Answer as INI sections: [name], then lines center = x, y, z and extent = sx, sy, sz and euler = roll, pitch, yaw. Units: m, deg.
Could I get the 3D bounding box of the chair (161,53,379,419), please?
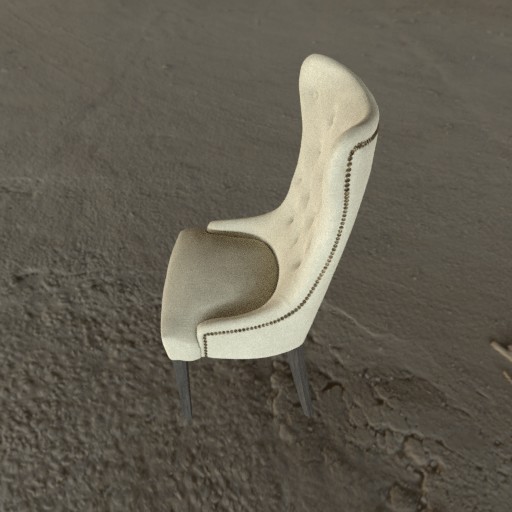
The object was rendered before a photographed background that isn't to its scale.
[chair]
center = 0.000, 0.000, 1.402
extent = 0.590, 1.065, 0.584
euler = -1, 41, -1
